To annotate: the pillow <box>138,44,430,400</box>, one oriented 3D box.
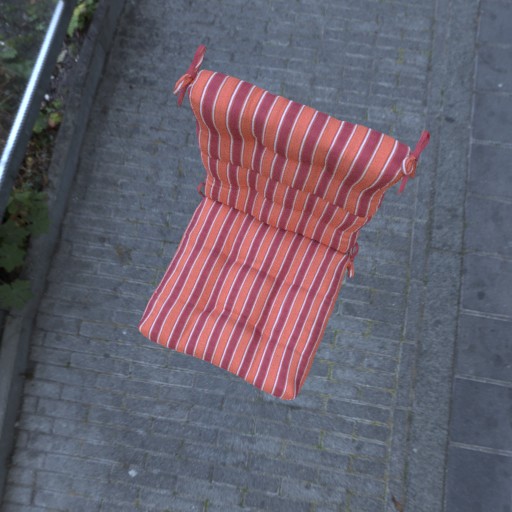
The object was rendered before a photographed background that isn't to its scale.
[{"bbox_3d":[0.000,0.000,1.052,0.519,0.605,0.571,23,77,5],"label":"pillow"}]
